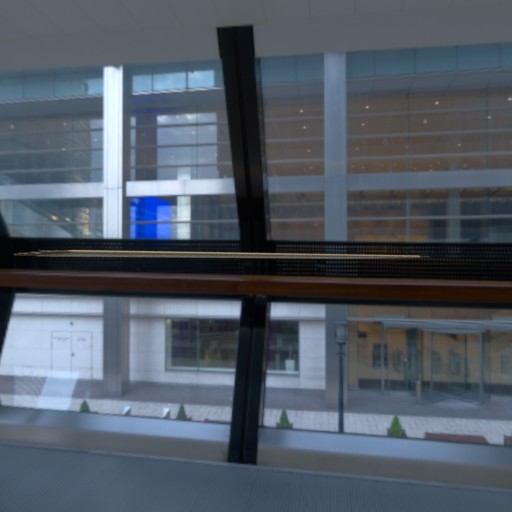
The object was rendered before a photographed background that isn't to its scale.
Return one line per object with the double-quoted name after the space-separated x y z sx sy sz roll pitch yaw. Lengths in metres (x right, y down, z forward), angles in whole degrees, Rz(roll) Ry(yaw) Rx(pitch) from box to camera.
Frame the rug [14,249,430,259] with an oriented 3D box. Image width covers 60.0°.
0.000 0.000 2.612 2.438 0.021 0.729 1 -1 -36 "rug"
